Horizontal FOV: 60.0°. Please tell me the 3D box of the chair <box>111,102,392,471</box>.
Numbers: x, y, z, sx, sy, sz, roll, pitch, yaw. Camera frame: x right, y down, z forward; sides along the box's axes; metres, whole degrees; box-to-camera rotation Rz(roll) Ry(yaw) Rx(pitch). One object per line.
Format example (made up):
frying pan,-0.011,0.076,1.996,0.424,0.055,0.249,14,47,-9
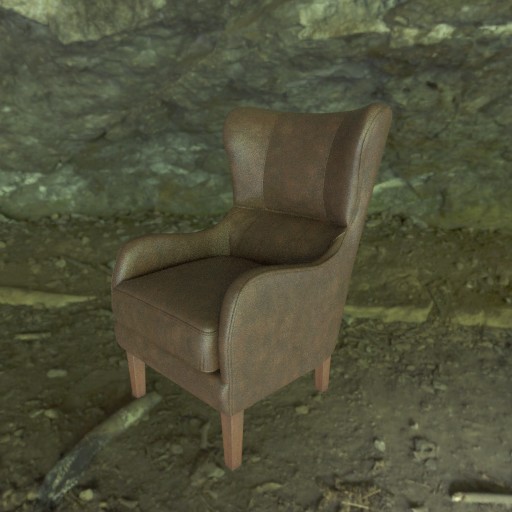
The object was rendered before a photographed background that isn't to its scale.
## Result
chair,0.000,0.000,1.600,0.692,1.048,0.914,15,22,42
